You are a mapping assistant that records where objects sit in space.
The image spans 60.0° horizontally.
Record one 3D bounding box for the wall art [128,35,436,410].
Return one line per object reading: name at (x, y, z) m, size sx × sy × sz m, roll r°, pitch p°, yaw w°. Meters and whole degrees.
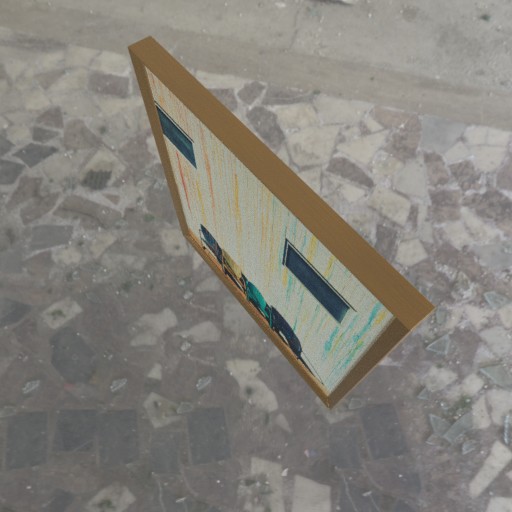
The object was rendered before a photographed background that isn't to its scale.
wall art at (0.000, 0.000, 0.733) m, size 0.037 × 0.505 × 0.505 m, roll -36°, pitch 68°, yaw -17°
